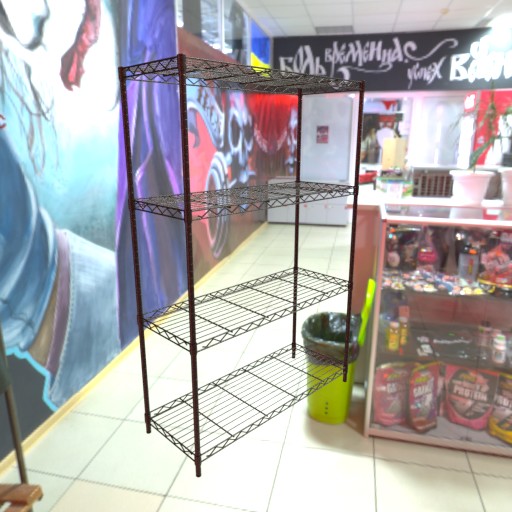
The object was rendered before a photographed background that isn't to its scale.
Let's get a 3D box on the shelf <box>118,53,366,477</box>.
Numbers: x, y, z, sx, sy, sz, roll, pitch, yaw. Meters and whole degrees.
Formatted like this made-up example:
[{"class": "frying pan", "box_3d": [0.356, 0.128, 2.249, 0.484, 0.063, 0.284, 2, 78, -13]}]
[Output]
[{"class": "shelf", "box_3d": [0.000, 0.000, 1.783, 0.907, 1.361, 0.352, -14, 21, -42]}]
